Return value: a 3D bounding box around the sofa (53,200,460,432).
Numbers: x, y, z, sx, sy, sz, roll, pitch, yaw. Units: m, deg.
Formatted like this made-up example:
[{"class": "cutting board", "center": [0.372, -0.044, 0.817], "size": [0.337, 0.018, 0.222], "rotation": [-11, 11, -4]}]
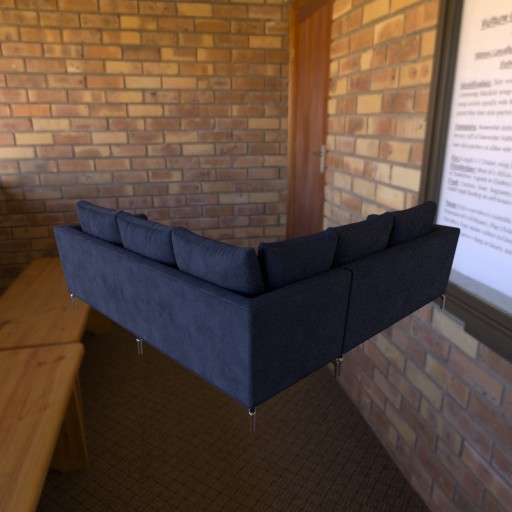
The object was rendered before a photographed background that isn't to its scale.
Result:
[{"class": "sofa", "center": [0.000, 0.000, 3.850], "size": [2.472, 0.988, 2.463], "rotation": [-16, 23, -42]}]
